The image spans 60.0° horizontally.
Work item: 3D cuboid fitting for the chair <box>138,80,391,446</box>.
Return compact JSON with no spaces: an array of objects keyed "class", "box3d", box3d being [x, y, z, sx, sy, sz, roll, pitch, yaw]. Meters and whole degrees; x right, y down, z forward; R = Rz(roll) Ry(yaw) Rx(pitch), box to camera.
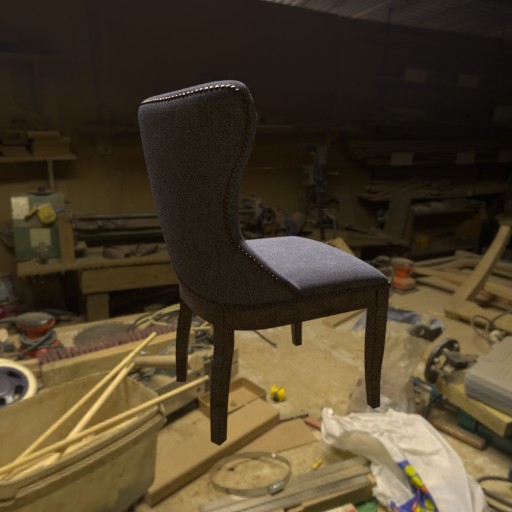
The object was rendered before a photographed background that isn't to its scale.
[{"class":"chair","box3d":[0.000,0.000,1.449,0.681,1.002,0.654,-7,17,-25]}]
